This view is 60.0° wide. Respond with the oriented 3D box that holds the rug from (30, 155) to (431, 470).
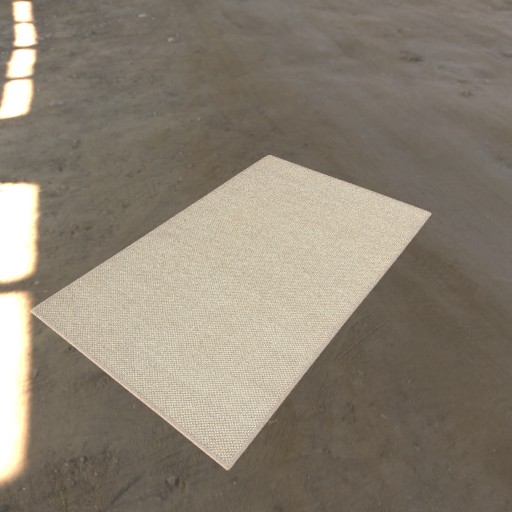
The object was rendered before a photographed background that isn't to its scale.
[{"bbox_3d":[0.000,0.000,2.081,1.067,0.013,1.676,26,47,27],"label":"rug"}]
